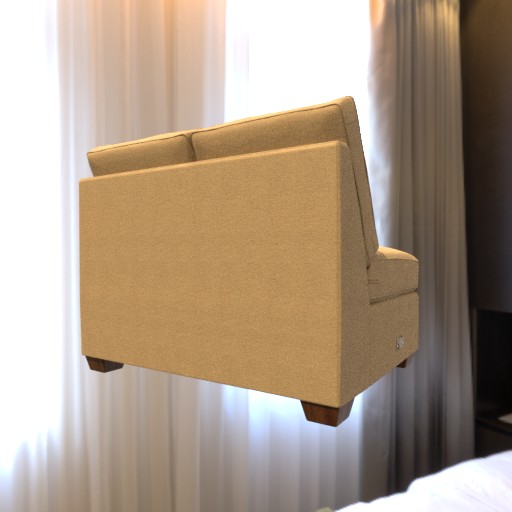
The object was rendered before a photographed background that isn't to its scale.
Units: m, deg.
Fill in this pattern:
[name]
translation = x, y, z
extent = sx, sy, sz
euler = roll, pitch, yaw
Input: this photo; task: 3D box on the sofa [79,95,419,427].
[sofa]
translation = 0.000, 0.000, 2.005
extent = 1.232, 1.006, 0.978
euler = 0, 1, 33
